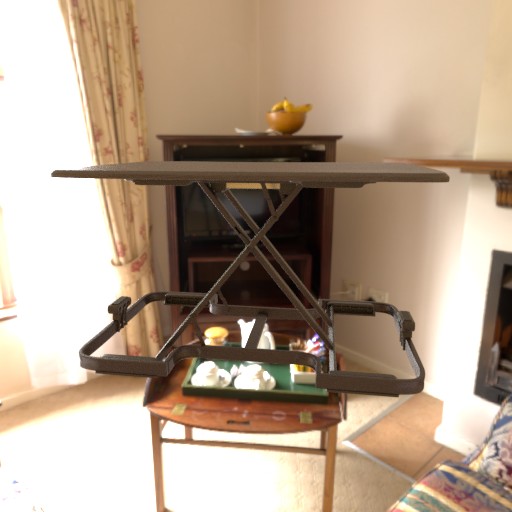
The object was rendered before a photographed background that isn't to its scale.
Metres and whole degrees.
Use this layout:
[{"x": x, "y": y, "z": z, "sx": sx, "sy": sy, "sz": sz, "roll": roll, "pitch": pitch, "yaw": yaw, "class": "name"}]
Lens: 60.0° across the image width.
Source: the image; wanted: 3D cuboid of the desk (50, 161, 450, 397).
[{"x": 0.000, "y": 0.000, "z": 1.173, "sx": 0.820, "sy": 0.470, "sz": 0.546, "roll": 2, "pitch": 14, "yaw": 8, "class": "desk"}]
